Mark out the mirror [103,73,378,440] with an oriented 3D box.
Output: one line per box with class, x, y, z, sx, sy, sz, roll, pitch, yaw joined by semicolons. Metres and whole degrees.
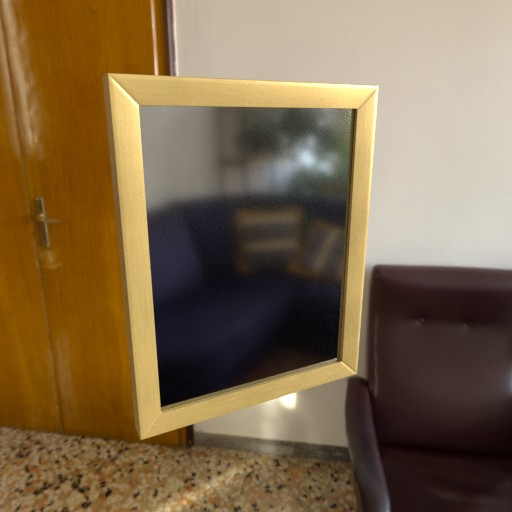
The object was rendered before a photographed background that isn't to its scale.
mirror;0.000;0.000;0.690;0.405;0.508;0.041;-8;19;-25
